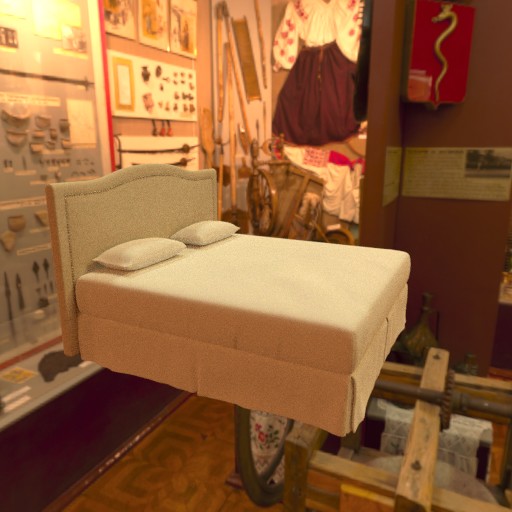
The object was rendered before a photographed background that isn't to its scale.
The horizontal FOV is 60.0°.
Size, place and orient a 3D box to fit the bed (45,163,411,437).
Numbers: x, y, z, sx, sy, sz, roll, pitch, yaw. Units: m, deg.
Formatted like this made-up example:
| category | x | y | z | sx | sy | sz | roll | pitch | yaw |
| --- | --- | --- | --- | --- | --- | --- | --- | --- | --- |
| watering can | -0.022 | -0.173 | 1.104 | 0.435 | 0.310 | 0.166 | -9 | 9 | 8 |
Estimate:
| category | x | y | z | sx | sy | sz | roll | pitch | yaw |
| --- | --- | --- | --- | --- | --- | --- | --- | --- | --- |
| bed | 0.000 | 0.000 | 3.571 | 2.182 | 1.421 | 2.083 | 7 | 16 | 26 |
